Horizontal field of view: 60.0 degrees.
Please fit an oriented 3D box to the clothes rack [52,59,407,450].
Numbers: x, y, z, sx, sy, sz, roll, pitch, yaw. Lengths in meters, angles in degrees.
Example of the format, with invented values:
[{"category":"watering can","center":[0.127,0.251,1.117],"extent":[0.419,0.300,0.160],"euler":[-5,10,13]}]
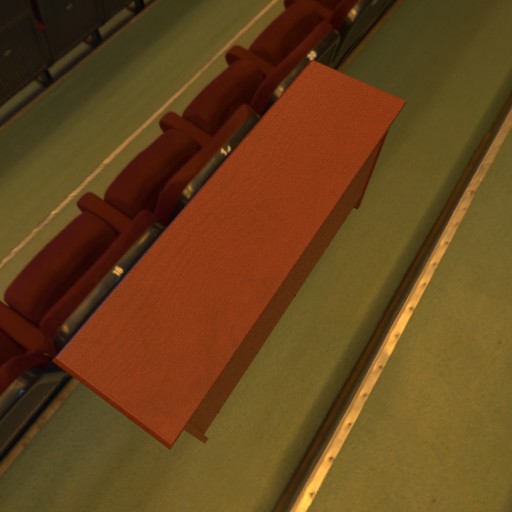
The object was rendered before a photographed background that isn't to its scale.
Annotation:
[{"category":"clothes rack","center":[0.000,0.000,1.515],"extent":[0.362,0.594,1.251],"euler":[30,67,14]}]
